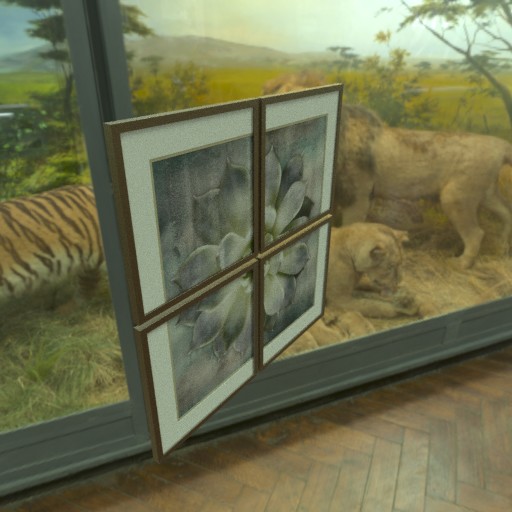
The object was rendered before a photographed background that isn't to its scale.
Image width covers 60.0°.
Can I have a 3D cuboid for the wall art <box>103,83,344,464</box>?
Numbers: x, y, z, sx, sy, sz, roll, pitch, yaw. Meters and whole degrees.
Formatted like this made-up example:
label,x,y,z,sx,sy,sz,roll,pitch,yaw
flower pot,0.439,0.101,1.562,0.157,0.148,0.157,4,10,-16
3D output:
label,x,y,z,sx,sy,sz,roll,pitch,yaw
wall art,0.000,0.000,1.522,0.030,1.032,1.032,19,32,33
